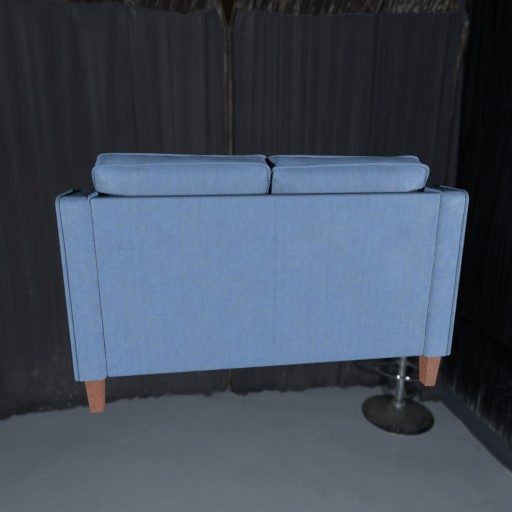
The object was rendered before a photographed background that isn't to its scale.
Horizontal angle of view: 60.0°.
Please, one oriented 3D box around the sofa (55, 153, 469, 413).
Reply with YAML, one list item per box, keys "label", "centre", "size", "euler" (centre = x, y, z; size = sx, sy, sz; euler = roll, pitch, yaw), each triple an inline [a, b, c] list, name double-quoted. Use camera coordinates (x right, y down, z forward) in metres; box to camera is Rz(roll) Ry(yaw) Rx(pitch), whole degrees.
- label: "sofa"
  centre: [0.000, 0.000, 2.127]
  size: [1.501, 0.971, 0.987]
  euler: [-2, 14, -8]
